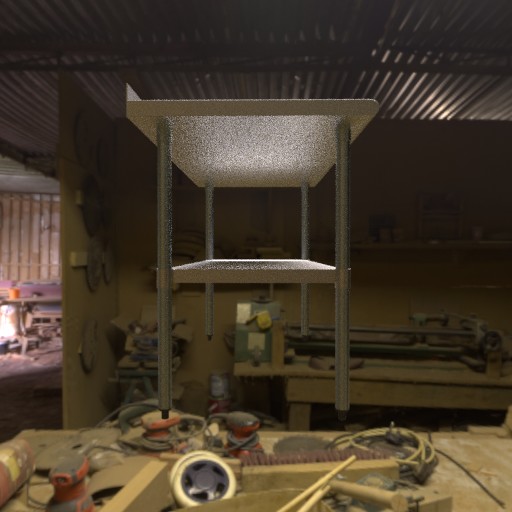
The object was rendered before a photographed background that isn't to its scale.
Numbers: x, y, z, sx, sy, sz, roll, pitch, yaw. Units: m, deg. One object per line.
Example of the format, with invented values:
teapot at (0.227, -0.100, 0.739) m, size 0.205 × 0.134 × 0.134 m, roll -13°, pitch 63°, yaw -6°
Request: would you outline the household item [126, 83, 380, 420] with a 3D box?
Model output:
household item at (0.000, 0.000, 1.679) m, size 0.610 × 0.851 × 1.219 m, roll 0°, pitch 1°, yaw 1°
